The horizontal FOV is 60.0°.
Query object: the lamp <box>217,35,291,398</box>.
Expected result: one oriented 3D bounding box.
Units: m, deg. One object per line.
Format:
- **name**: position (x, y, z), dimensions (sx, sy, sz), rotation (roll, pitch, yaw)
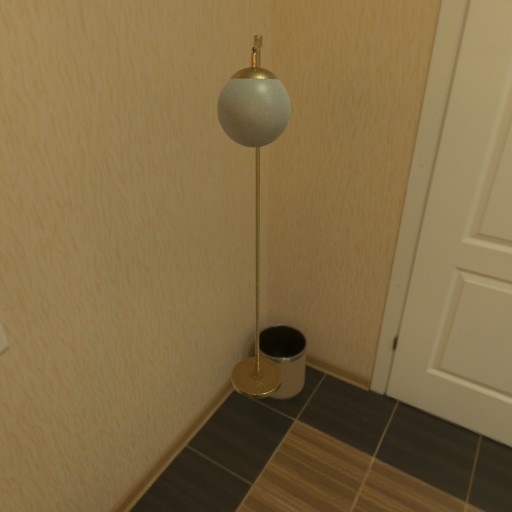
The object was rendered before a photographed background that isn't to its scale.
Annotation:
- **lamp**: position (0.000, 0.000, 1.709), dimensions (0.249, 1.505, 0.476), rotation (1, 31, 2)
